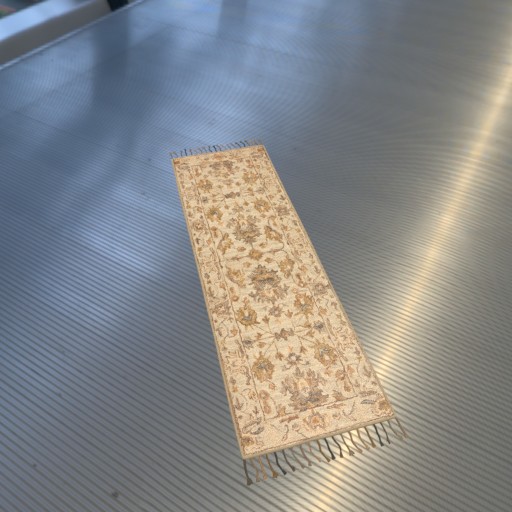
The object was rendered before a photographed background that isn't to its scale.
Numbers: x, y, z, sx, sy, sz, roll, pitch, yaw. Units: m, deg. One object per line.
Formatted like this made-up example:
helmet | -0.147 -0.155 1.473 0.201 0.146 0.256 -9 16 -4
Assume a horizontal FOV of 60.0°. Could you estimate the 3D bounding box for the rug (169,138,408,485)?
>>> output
rug | 0.000 0.000 2.657 0.729 0.021 2.438 -11 48 -10
